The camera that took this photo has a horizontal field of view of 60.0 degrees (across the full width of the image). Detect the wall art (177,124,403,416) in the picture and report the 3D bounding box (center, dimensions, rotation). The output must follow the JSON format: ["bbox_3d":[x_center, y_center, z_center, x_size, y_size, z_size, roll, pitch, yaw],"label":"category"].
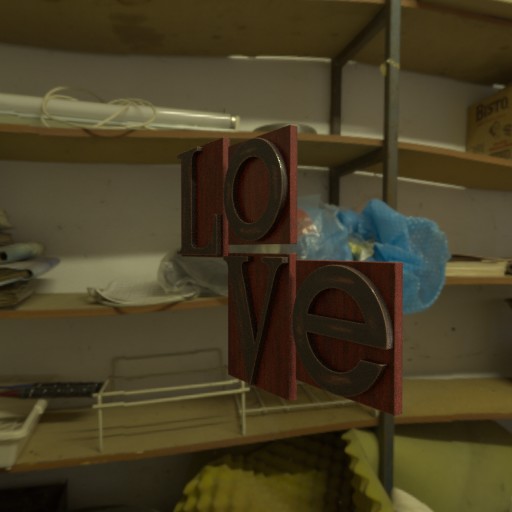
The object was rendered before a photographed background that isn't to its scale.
[{"bbox_3d":[0.000,0.000,0.840,0.030,0.497,0.635,-1,1,-35],"label":"wall art"}]
